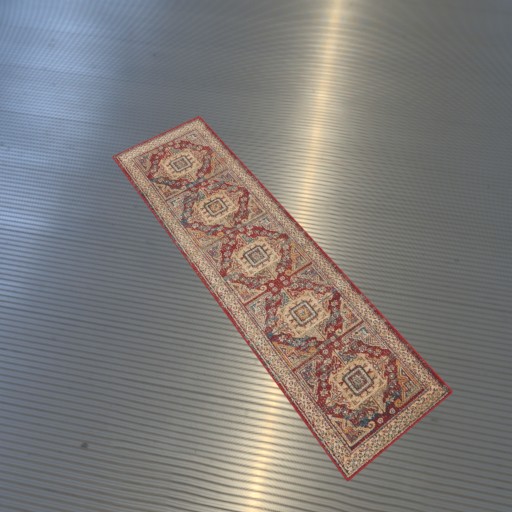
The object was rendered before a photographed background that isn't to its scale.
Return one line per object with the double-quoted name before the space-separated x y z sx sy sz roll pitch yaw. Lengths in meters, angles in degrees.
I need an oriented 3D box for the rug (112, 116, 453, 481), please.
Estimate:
"rug" 0.000 0.000 2.473 0.659 0.015 2.292 -31 64 -17
